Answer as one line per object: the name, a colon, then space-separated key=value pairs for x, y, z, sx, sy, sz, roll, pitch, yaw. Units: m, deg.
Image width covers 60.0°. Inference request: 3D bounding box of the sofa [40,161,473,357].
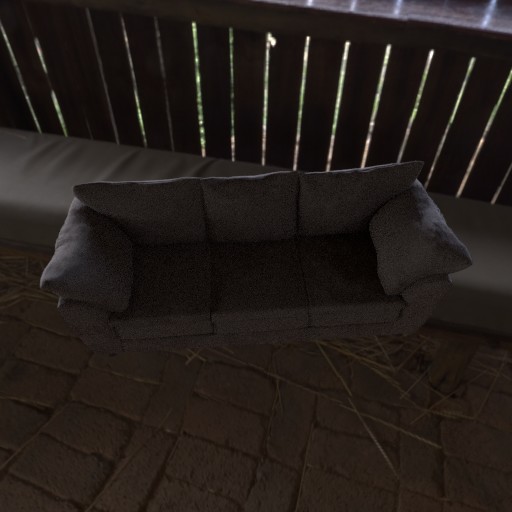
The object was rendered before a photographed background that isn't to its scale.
sofa: x=0.000 y=0.000 z=2.878 sx=2.377 sy=0.981 sz=0.893 roll=-3 pitch=46 yaw=-3
